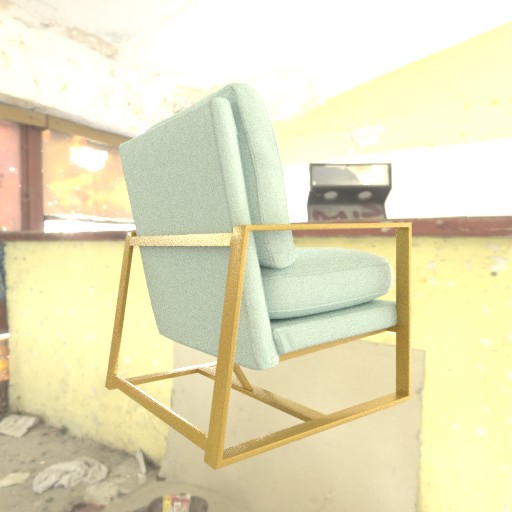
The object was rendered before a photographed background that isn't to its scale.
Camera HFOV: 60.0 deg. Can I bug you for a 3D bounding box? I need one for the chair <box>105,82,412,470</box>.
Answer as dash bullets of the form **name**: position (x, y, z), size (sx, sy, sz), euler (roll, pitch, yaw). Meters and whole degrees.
- **chair**: position (0.000, 0.000, 1.550), size (0.813, 0.956, 0.758), euler (-1, 2, -37)
